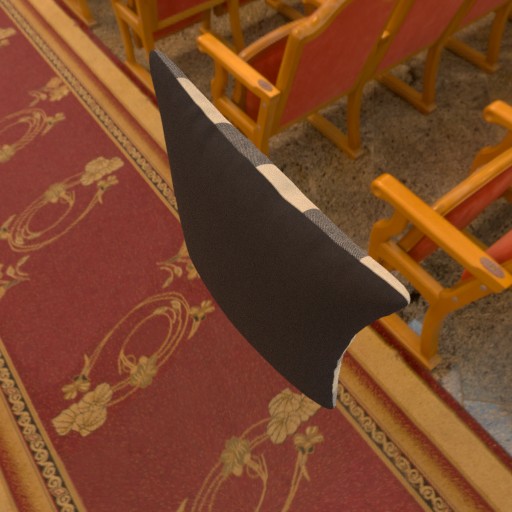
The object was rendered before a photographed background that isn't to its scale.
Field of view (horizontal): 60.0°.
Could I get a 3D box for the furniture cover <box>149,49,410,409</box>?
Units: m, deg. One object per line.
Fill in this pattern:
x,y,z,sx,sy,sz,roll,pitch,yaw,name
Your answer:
0.000,0.000,0.765,0.161,0.509,0.511,-33,65,-18,furniture cover
